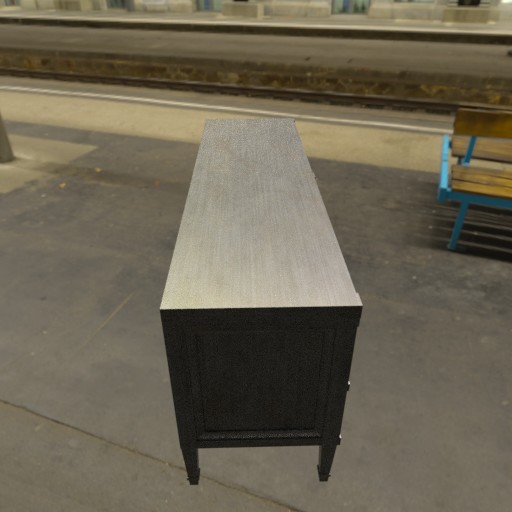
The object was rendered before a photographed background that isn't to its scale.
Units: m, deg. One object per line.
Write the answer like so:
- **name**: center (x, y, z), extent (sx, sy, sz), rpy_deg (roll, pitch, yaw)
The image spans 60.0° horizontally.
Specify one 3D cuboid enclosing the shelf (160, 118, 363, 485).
- **shelf**: center (0.000, 0.000, 1.863), extent (0.479, 0.719, 1.575), rpy_deg (-1, 32, -1)
